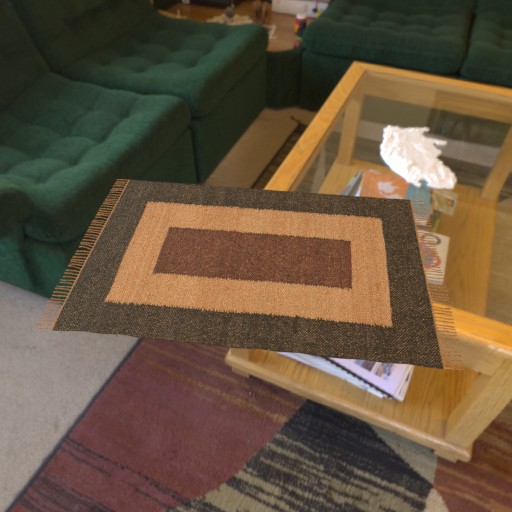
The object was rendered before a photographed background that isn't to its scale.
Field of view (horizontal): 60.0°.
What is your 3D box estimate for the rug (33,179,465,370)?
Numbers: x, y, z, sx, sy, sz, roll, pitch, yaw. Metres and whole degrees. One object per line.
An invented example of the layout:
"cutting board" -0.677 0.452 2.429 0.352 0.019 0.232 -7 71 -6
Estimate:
"rug" 0.000 0.000 1.867 1.541 0.013 0.920 5 46 5
